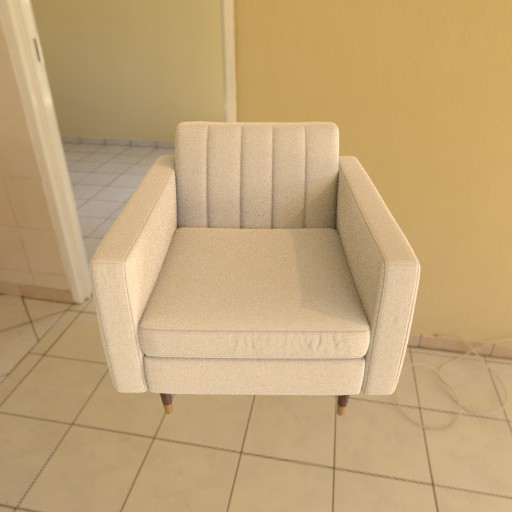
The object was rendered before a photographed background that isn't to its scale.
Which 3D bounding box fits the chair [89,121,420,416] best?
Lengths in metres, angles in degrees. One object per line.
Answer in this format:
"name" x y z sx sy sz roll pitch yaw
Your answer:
"chair" 0.000 0.000 1.722 0.953 0.819 0.998 0 30 1
